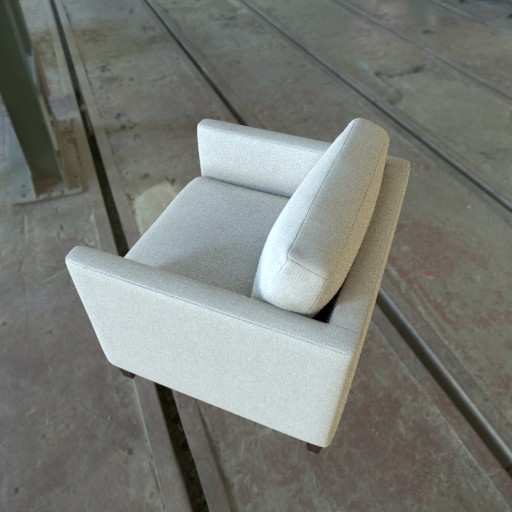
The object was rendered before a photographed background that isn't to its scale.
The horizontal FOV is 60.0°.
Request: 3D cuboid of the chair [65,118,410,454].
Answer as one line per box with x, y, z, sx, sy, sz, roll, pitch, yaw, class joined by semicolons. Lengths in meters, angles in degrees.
0.000;0.000;1.740;0.959;0.919;0.996;16;48;15;chair
